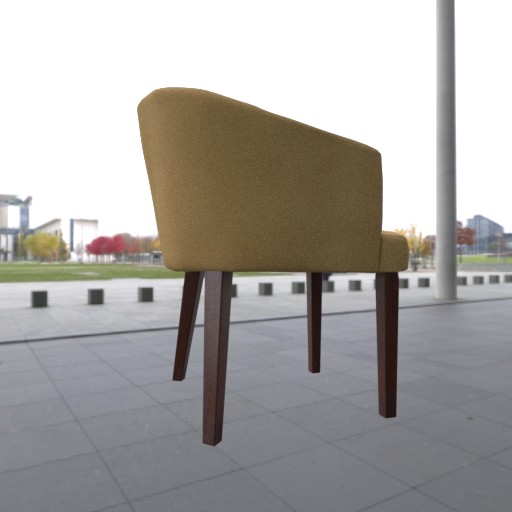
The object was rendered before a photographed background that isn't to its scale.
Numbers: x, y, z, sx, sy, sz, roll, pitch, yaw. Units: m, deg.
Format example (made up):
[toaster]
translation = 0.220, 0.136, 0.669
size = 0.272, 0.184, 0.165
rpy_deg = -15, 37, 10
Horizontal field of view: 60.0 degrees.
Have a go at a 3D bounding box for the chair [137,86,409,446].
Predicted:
[chair]
translation = 0.000, 0.000, 1.258
size = 0.655, 0.811, 0.583
rpy_deg = 0, 0, -17
